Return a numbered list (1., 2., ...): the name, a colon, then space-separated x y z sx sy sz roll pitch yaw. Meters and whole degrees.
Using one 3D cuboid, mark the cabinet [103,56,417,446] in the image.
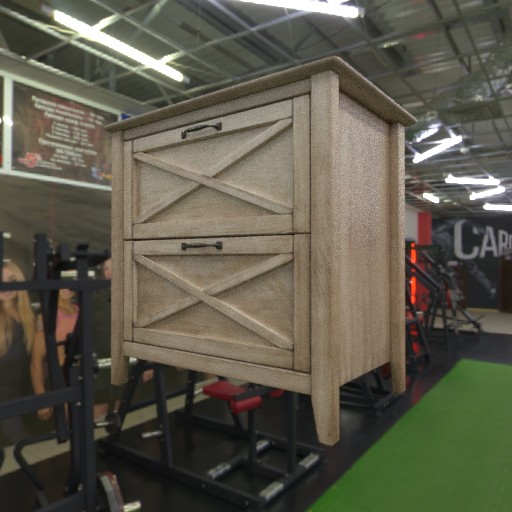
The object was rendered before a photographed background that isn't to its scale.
1. cabinet: 0.000 0.000 1.270 0.763 0.762 0.503 0 -1 37
